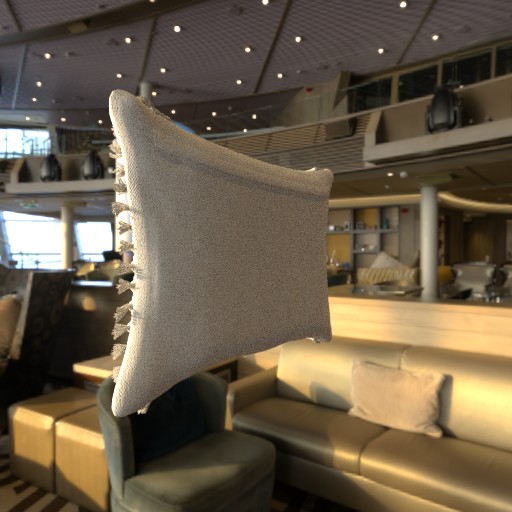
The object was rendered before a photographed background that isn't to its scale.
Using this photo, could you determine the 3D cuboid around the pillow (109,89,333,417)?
[{"bbox_3d":[0.000,0.000,0.587,0.084,0.305,0.466,0,0,34],"label":"pillow"}]
